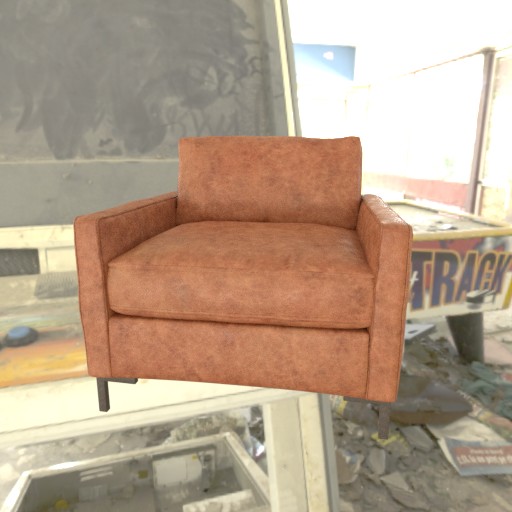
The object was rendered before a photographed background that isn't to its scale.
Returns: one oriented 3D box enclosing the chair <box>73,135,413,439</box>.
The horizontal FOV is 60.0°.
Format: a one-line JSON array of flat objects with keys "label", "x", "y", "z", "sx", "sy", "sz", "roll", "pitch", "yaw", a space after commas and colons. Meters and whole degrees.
[{"label": "chair", "x": 0.000, "y": 0.000, "z": 1.621, "sx": 0.967, "sy": 0.869, "sz": 0.862, "roll": 2, "pitch": 14, "yaw": 9}]
